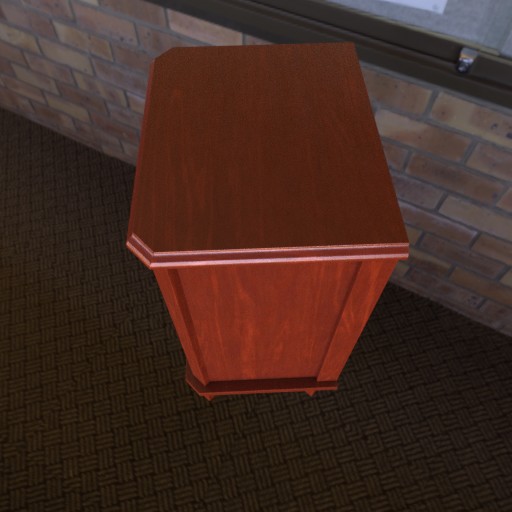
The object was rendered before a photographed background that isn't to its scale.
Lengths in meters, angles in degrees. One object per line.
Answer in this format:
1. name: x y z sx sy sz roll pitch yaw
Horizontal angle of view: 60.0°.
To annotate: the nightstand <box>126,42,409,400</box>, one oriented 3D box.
1. nightstand: 0.000 0.000 0.924 0.351 0.681 0.435 -2 58 -1
